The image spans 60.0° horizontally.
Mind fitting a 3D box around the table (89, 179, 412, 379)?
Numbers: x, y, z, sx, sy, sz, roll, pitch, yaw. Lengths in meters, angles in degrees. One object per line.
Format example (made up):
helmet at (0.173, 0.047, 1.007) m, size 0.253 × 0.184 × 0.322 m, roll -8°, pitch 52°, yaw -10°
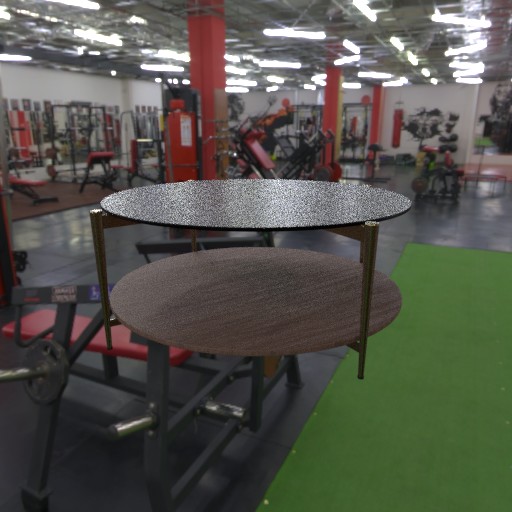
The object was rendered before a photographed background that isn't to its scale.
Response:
table at (0.000, 0.000, 1.465) m, size 0.938 × 0.400 × 0.938 m, roll 8°, pitch 18°, yaw 26°
